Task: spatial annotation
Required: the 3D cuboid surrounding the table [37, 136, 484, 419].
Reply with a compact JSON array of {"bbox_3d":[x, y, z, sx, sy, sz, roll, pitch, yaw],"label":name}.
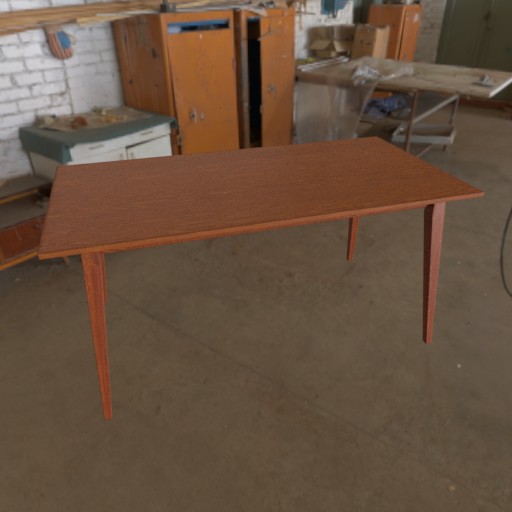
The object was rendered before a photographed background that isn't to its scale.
[{"bbox_3d":[0.000,0.000,2.040,1.609,0.755,0.811,-9,32,-15],"label":"table"}]
